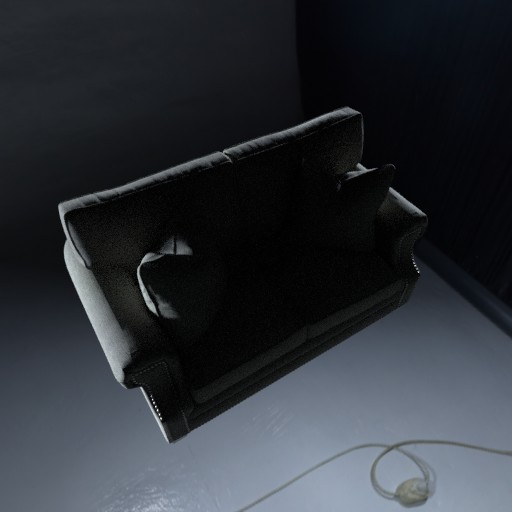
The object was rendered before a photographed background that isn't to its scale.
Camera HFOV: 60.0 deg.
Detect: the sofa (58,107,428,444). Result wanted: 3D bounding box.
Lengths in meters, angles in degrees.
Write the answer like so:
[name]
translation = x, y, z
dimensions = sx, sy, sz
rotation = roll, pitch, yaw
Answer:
[sofa]
translation = 0.000, 0.000, 2.280
dimensions = 1.701, 0.966, 0.966
rotation = -25, 52, -21
